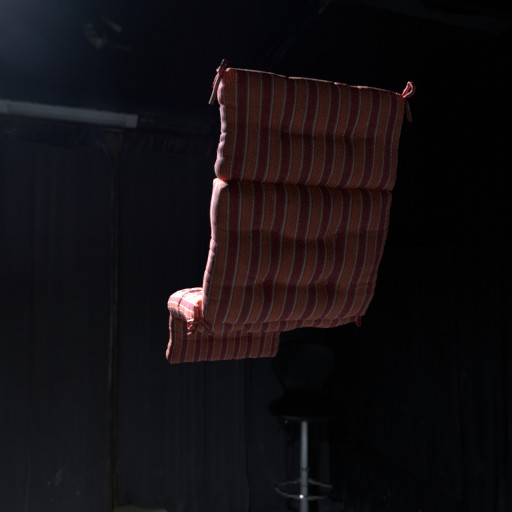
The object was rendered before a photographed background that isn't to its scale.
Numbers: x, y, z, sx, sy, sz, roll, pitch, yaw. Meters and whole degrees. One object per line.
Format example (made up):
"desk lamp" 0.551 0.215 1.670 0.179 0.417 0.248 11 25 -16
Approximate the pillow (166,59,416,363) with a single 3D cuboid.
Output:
"pillow" 0.000 0.000 1.477 0.526 0.863 1.016 1 -2 -18
